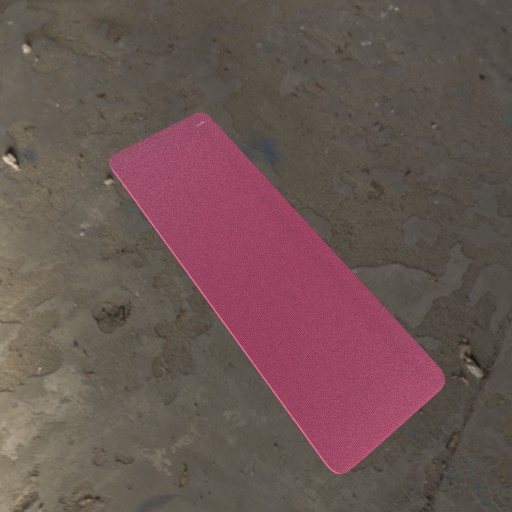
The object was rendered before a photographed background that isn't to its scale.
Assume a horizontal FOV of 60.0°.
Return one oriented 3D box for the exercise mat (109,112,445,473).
[{"bbox_3d":[0.000,0.000,2.086,0.616,0.021,1.884,-33,67,-16],"label":"exercise mat"}]
